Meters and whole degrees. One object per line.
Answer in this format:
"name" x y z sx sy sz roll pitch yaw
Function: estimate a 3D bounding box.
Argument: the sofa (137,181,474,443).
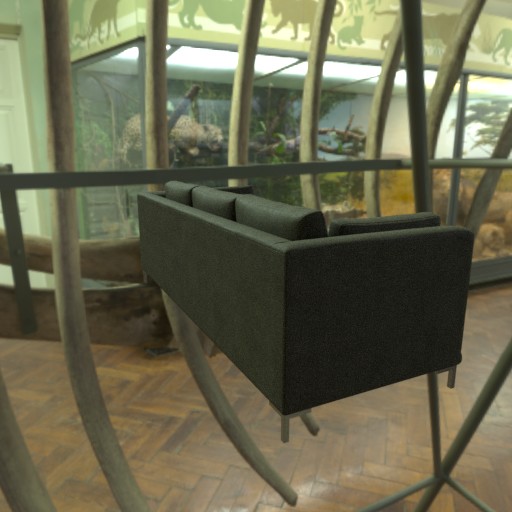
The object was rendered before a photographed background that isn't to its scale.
"sofa" 0.000 0.000 2.831 0.969 0.867 2.415 -6 15 -26
